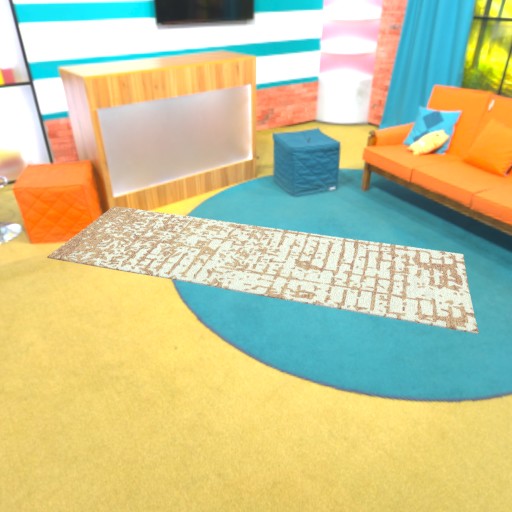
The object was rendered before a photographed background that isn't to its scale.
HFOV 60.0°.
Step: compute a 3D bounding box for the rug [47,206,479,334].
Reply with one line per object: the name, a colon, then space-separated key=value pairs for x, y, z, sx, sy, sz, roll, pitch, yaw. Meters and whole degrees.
rug: x=0.000 y=0.000 z=2.711 sx=2.435 sy=0.011 sz=0.750 roll=9 pitch=33 yaw=14
